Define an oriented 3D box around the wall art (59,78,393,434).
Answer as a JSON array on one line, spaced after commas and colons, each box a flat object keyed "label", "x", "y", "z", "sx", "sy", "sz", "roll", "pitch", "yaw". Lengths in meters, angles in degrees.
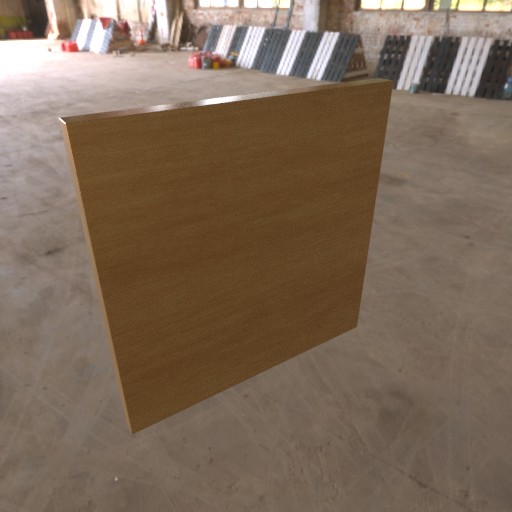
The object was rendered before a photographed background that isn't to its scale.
[{"label": "wall art", "x": 0.000, "y": 0.000, "z": 0.437, "sx": 0.302, "sy": 0.302, "sz": 0.019, "roll": -18, "pitch": 35, "yaw": -28}]
